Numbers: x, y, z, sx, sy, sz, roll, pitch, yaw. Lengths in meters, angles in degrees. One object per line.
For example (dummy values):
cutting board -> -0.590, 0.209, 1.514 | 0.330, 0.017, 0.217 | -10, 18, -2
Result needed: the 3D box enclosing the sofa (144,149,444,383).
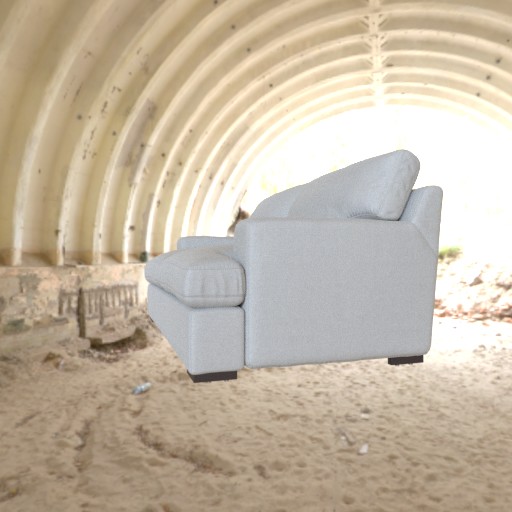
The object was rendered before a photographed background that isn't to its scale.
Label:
sofa -> 0.000, 0.000, 2.595 | 1.143, 0.940, 1.880 | 0, 0, -18
